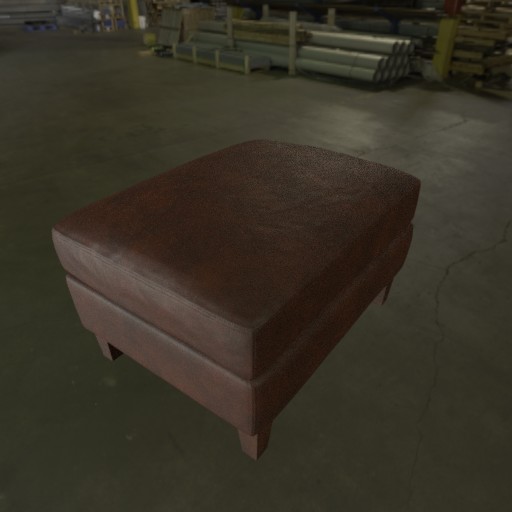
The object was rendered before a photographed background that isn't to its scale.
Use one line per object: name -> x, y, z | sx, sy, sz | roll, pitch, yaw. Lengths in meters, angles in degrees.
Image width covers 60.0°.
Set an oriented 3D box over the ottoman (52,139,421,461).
ottoman -> 0.000, 0.000, 1.297 | 0.659, 0.527, 0.887 | 22, 38, 30
